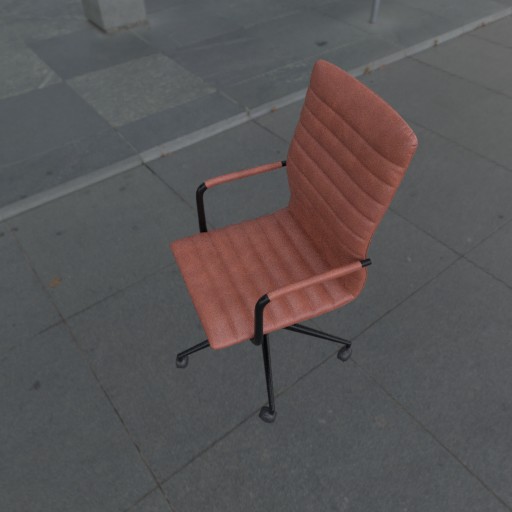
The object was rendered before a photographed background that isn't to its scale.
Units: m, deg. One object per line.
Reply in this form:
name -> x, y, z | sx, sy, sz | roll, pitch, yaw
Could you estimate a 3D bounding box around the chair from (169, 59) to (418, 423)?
chair -> 0.000, 0.000, 1.251 | 0.578, 0.878, 0.600 | -17, 49, -15
